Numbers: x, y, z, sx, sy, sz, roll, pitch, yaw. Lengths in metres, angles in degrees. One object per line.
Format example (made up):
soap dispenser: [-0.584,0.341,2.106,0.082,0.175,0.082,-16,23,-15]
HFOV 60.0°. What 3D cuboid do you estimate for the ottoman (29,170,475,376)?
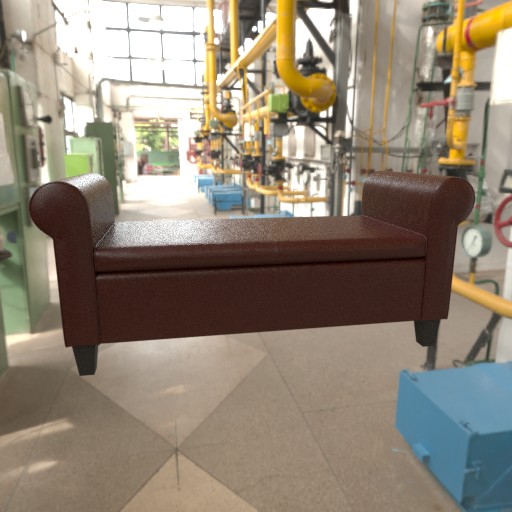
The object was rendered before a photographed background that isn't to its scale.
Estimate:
ottoman: [0.000,0.000,1.512,1.256,0.547,0.521,-2,13,-10]
